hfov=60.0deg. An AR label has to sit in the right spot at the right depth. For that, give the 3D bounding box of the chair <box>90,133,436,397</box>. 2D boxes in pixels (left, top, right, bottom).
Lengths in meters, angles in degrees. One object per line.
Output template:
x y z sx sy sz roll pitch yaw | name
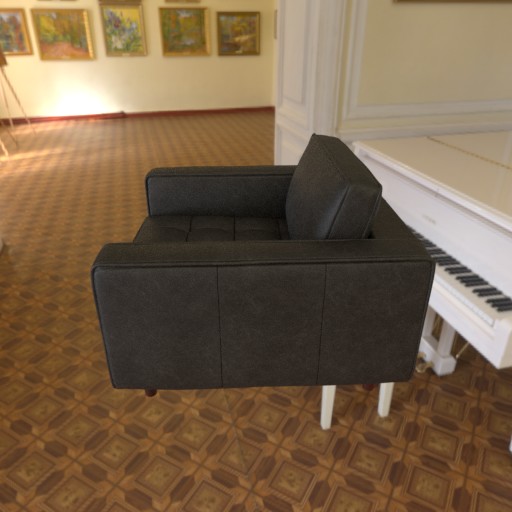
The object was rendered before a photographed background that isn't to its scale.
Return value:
0.000 0.000 1.599 0.914 0.763 0.889 -1 27 -2 | chair
